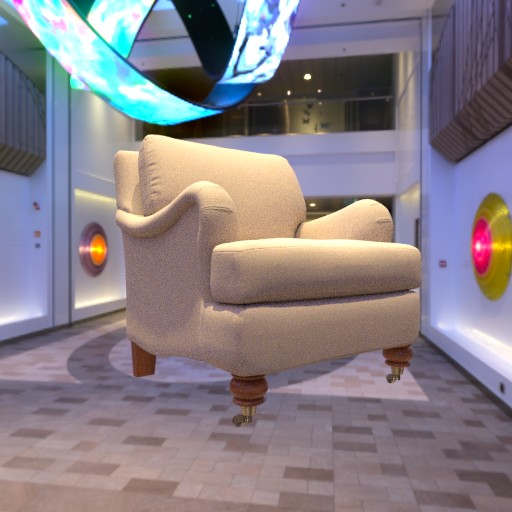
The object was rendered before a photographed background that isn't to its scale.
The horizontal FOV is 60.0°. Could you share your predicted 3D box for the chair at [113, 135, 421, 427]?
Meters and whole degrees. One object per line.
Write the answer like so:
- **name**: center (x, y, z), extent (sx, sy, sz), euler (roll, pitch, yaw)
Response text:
- **chair**: center (0.000, 0.000, 1.899), extent (0.955, 1.038, 1.070), euler (0, 1, -37)
